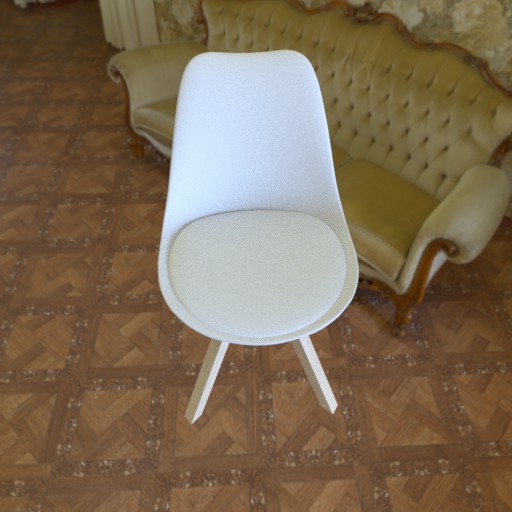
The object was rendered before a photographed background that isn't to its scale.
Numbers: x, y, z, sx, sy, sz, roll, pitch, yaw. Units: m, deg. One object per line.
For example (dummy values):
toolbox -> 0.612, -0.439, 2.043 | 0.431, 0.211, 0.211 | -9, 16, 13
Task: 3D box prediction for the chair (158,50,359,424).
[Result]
chair -> 0.000, 0.000, 1.170 | 0.485, 0.850, 0.550 | -3, 46, -3
